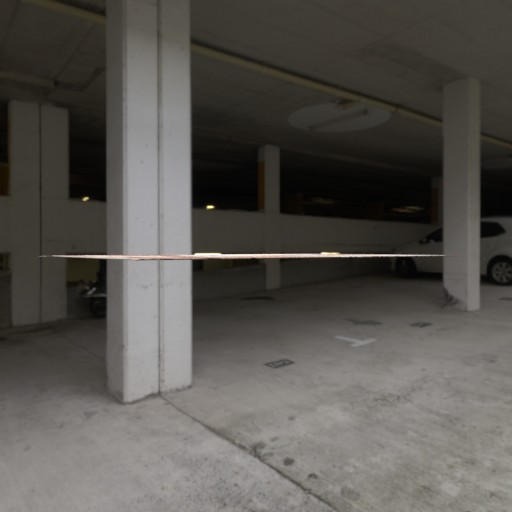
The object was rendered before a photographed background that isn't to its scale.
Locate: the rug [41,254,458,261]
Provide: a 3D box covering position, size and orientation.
[{"bbox_3d":[0.000,0.000,2.392,1.918,0.007,1.268,-1,1,-37],"label":"rug"}]
